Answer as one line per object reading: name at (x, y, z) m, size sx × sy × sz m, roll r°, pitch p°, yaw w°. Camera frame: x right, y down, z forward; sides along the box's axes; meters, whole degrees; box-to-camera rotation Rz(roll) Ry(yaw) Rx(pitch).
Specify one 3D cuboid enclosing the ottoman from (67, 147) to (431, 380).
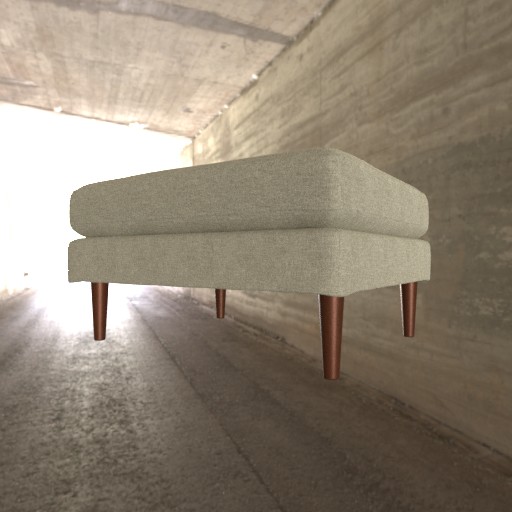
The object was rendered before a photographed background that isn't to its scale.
ottoman at (0.000, 0.000, 1.282) m, size 0.821 × 0.474 × 0.693 m, roll 0°, pitch 0°, yaw 34°
